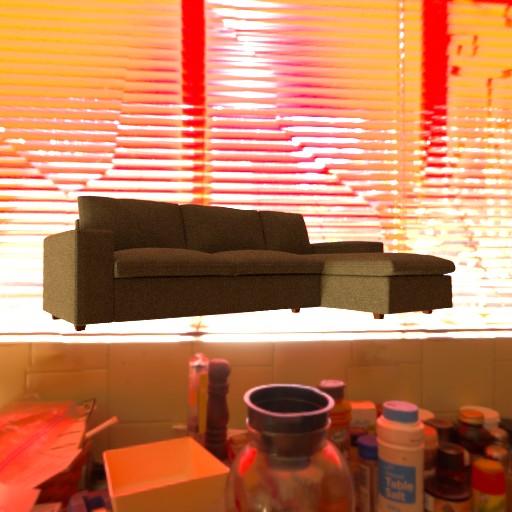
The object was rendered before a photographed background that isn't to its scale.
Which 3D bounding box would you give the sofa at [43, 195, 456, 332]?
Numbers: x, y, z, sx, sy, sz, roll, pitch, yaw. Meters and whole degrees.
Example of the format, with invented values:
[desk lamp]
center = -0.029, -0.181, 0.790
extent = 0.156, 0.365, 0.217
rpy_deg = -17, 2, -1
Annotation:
[sofa]
center = 0.000, 0.000, 3.415
extent = 2.718, 0.940, 1.689
rpy_deg = 1, -1, -35
